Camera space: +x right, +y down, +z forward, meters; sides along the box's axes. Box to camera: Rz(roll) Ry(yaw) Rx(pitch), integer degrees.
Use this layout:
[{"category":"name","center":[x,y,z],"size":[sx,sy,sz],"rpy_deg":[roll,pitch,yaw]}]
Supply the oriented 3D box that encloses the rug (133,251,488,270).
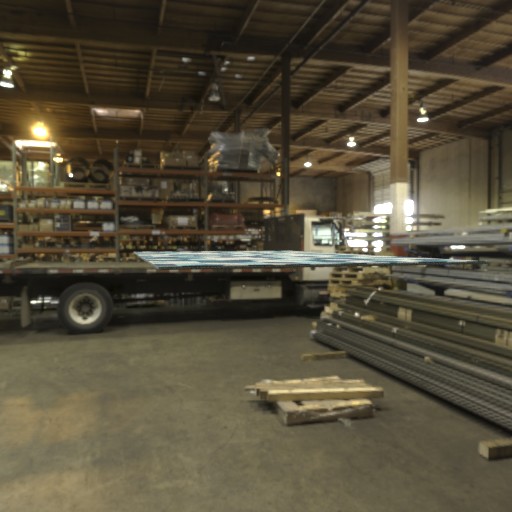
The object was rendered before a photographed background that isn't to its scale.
[{"category":"rug","center":[0.000,0.000,3.007],"size":[1.518,0.015,2.438],"rpy_deg":[-1,2,-18]}]
